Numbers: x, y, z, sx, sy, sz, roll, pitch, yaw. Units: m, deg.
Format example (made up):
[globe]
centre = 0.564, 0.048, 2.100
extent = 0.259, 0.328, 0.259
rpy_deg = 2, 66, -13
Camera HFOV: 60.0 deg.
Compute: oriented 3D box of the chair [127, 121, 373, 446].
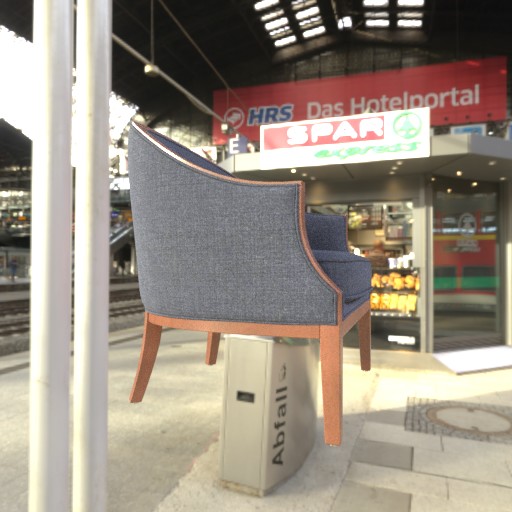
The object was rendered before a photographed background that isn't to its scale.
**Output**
[chair]
centre = 0.000, 0.000, 1.470
extent = 0.735, 0.876, 0.803
rpy_deg = 0, -1, 19
